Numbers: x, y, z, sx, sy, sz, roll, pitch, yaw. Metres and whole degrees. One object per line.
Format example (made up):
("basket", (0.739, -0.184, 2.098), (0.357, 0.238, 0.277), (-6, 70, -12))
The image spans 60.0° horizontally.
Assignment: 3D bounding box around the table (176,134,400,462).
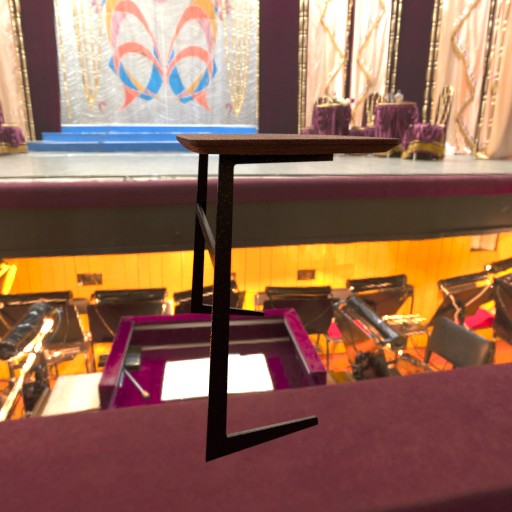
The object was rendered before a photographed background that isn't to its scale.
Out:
("table", (0.000, 0.000, 1.098), (0.361, 0.576, 0.804), (-3, 16, -10))
